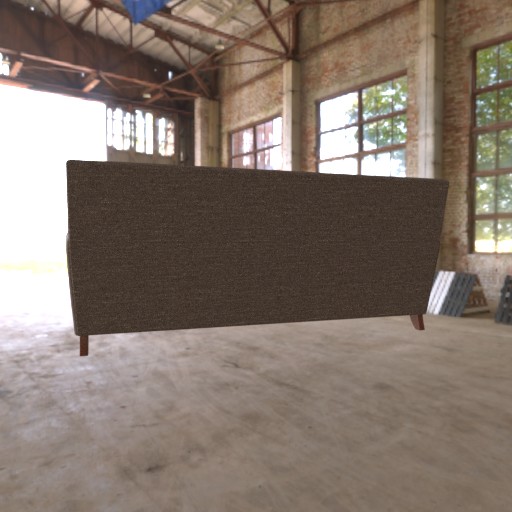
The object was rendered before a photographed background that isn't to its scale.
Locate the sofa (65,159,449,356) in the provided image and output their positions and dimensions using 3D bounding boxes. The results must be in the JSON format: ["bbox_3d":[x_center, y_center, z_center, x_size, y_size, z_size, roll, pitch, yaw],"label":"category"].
[{"bbox_3d":[0.000,0.000,2.507,1.976,0.846,0.875,-1,2,-18],"label":"sofa"}]
